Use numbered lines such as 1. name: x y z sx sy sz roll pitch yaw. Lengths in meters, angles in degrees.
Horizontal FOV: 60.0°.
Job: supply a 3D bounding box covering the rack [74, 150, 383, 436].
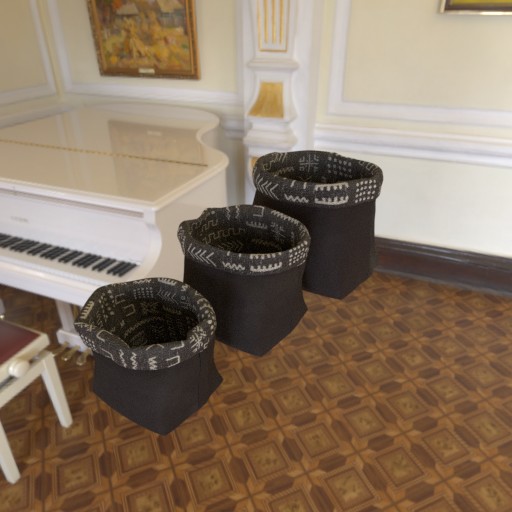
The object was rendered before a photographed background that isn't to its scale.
1. rack: 0.000 0.000 1.087 0.379 0.323 0.905 18 34 30
